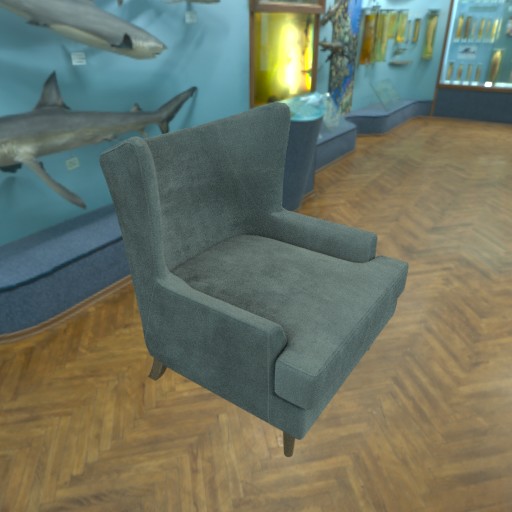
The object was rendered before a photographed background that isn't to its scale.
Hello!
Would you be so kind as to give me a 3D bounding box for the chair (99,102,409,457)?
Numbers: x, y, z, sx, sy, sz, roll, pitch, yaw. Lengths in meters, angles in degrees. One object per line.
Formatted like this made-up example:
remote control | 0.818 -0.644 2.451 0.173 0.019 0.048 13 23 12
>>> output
chair | 0.000 0.000 1.609 0.906 0.950 0.784 18 33 31
